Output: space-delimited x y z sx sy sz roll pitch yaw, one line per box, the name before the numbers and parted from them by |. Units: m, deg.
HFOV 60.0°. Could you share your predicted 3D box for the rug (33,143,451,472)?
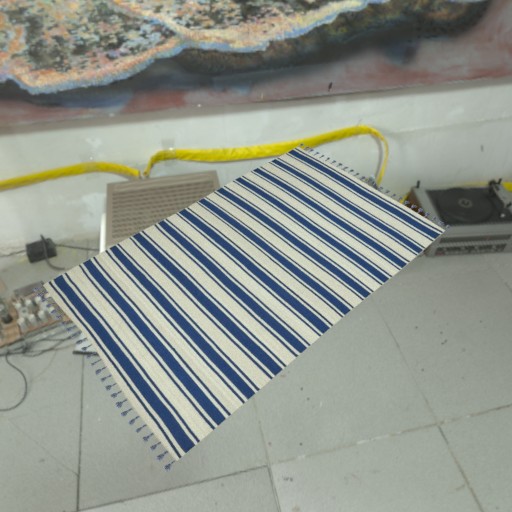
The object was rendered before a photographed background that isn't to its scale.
rug | 0.000 0.000 2.533 2.108 0.009 1.248 -34 55 -27
